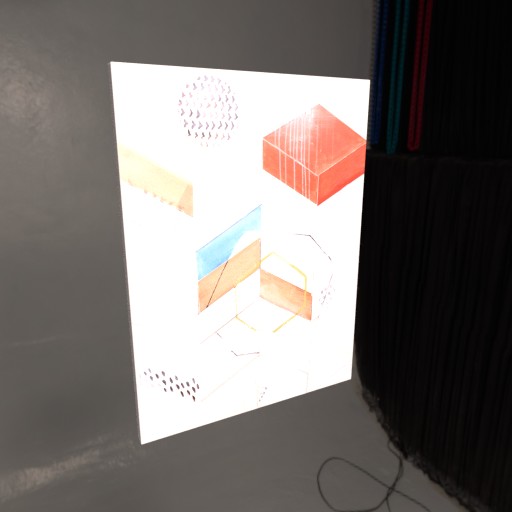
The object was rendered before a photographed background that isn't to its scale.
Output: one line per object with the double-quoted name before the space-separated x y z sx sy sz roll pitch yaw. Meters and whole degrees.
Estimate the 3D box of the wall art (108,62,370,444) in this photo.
"wall art" 0.000 0.000 1.587 0.914 1.221 0.046 -8 17 -27
